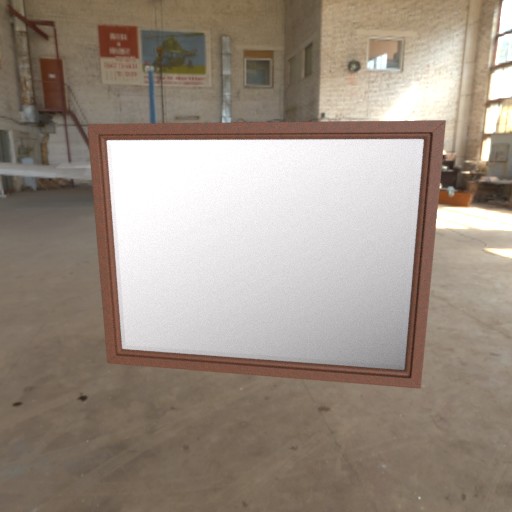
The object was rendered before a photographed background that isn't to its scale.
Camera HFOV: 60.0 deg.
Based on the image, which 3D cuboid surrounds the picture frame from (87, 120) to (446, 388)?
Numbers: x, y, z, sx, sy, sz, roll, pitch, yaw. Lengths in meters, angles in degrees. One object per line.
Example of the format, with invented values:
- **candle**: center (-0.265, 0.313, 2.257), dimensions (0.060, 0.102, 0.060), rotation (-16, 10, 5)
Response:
- **picture frame**: center (0.000, 0.000, 1.762), dimensions (1.329, 1.018, 0.045), rotation (2, 13, 9)
